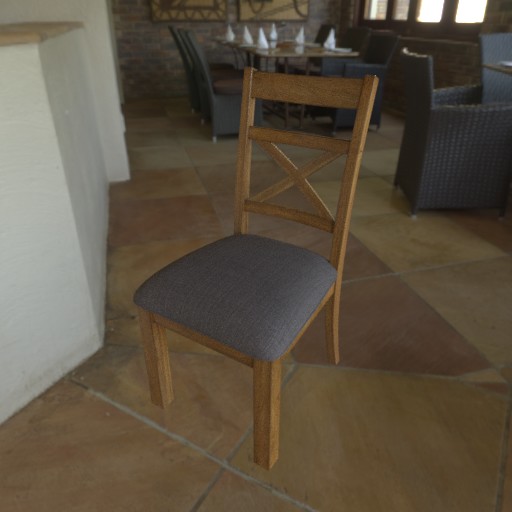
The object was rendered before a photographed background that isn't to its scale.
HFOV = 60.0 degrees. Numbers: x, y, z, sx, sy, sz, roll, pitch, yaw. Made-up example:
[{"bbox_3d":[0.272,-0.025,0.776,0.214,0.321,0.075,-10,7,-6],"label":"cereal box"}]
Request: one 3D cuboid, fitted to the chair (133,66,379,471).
[{"bbox_3d":[0.000,0.000,1.279,0.470,0.949,0.581,17,33,29],"label":"chair"}]
